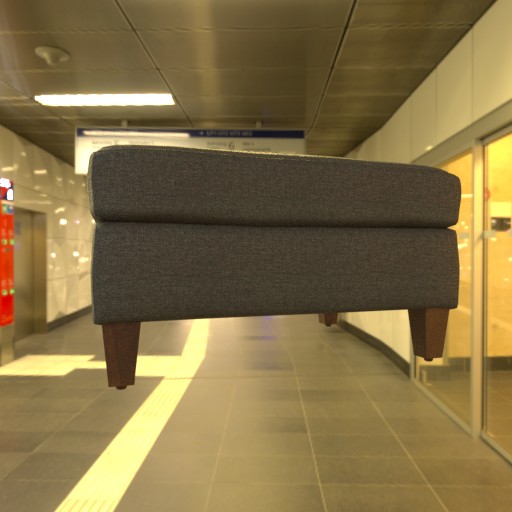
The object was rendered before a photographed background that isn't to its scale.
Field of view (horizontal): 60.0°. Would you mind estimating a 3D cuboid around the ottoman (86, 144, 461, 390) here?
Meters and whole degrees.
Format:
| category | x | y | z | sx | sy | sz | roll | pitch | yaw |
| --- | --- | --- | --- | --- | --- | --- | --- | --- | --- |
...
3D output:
| category | x | y | z | sx | sy | sz | roll | pitch | yaw |
| --- | --- | --- | --- | --- | --- | --- | --- | --- | --- |
| ottoman | 0.000 | 0.000 | 1.191 | 0.826 | 0.496 | 0.639 | 0 | 1 | -18 |
